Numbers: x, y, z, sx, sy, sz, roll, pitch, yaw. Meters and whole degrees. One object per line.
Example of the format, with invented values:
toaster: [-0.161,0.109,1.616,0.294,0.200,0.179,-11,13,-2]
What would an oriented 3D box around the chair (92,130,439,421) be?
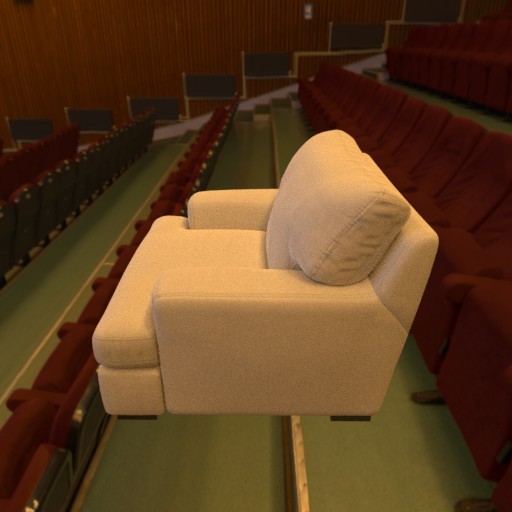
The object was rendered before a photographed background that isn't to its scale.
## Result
chair: [0.000,0.000,1.972,1.158,0.930,1.140,0,27,0]
